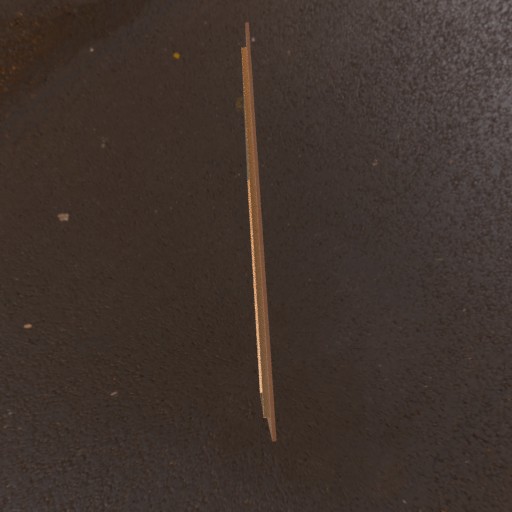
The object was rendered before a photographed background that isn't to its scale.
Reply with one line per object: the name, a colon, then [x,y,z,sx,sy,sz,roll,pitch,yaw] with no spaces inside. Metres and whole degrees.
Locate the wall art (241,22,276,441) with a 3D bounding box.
wall art: [0.000,0.000,1.695,0.025,1.067,1.168,-3,76,-1]
